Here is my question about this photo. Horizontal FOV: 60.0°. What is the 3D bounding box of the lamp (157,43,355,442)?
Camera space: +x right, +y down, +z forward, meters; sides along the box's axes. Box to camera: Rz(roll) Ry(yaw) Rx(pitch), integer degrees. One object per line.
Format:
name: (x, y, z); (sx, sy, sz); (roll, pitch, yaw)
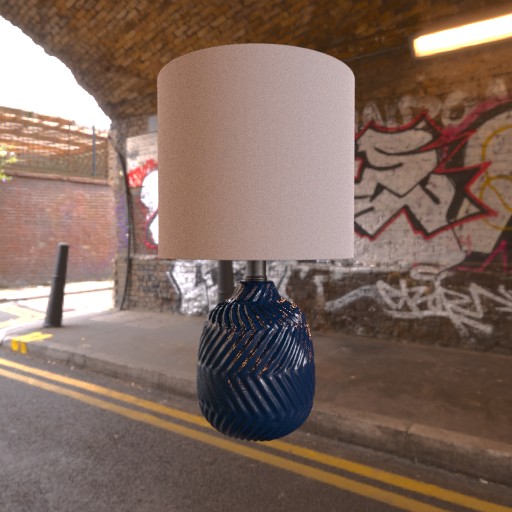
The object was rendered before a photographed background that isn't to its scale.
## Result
lamp: (0.000, 0.000, 0.472); (0.203, 0.368, 0.203); (0, 1, -17)
